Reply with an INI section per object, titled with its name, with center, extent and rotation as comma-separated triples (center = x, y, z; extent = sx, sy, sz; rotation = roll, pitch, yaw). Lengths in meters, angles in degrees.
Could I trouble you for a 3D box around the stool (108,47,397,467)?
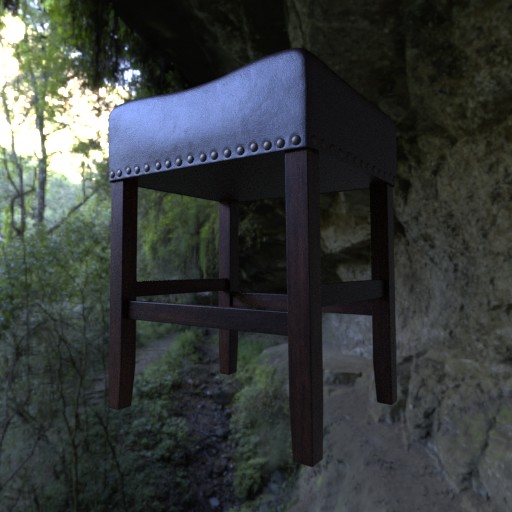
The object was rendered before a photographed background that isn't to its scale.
[stool]
center = 0.000, 0.000, 0.913
extent = 0.465, 0.608, 0.397
rotation = -1, -2, 35
